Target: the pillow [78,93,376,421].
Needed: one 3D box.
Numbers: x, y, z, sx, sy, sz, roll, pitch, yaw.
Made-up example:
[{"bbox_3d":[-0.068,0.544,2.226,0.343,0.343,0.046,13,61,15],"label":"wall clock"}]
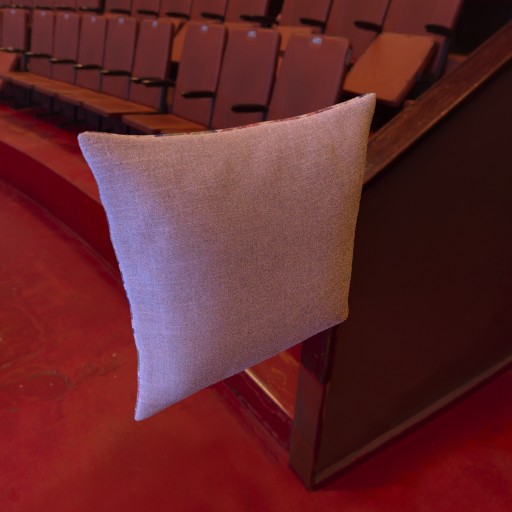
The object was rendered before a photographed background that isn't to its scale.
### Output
[{"bbox_3d":[0.000,0.000,0.782,0.523,0.506,0.166,-19,34,-30],"label":"pillow"}]
